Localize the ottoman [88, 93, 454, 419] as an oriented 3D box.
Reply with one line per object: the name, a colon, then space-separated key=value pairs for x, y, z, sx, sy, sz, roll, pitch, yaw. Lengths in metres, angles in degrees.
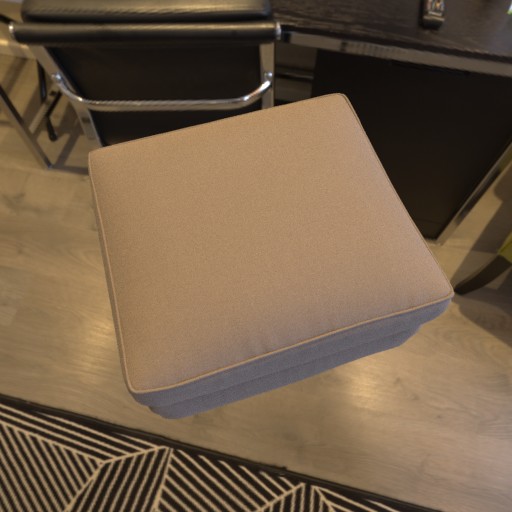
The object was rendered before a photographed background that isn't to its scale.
ottoman: x=0.000 y=0.000 z=1.177 sx=0.721 sy=0.505 sz=0.662 roll=-16 pitch=64 yaw=-8
